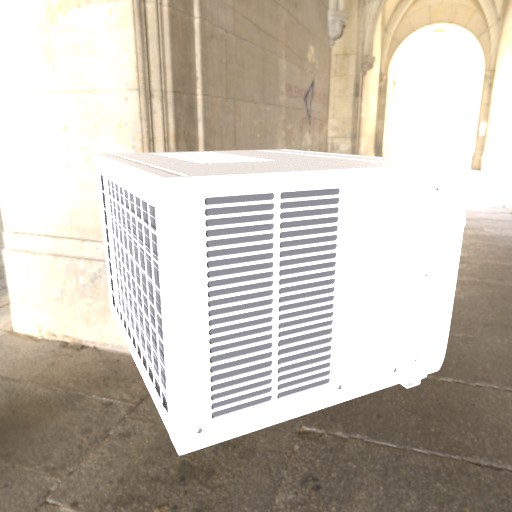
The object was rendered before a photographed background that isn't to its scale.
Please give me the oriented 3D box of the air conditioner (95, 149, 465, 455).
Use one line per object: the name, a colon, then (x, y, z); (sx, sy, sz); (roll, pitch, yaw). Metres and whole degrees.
air conditioner: (0.000, 0.000, 1.045); (0.599, 0.455, 0.645); (-8, 18, -26)
